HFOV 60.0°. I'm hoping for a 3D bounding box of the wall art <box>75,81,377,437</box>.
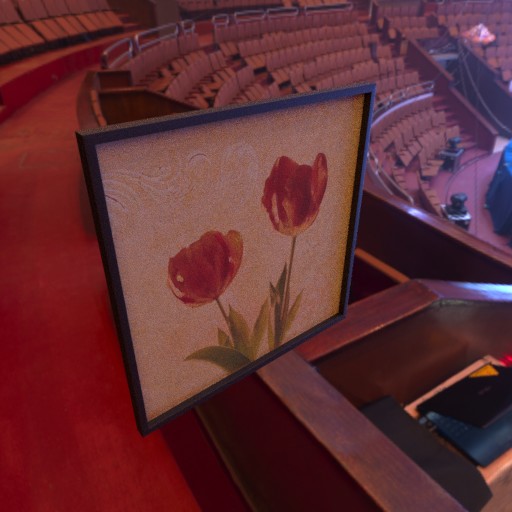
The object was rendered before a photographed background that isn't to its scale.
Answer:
[{"bbox_3d":[0.000,0.000,1.201,0.805,0.807,0.043,-22,38,-33],"label":"wall art"}]
